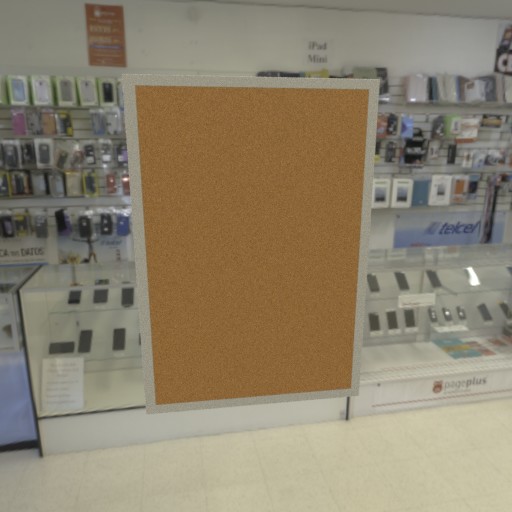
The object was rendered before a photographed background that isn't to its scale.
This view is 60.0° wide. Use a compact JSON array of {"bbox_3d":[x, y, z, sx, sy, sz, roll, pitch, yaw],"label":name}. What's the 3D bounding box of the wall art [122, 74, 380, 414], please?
[{"bbox_3d":[0.000,0.000,1.246,0.659,0.940,0.013,-2,15,-8],"label":"wall art"}]
